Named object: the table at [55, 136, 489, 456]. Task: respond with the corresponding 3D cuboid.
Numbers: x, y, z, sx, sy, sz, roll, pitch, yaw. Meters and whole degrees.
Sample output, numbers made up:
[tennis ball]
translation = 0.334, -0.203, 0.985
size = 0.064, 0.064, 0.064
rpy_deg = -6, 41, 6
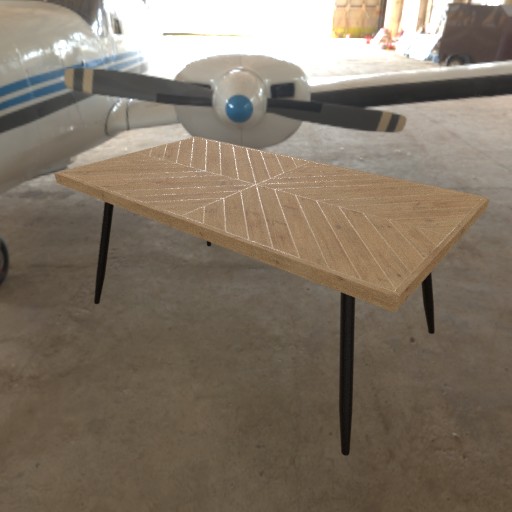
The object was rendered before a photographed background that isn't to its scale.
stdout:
[table]
translation = 0.000, 0.000, 2.257
size = 1.803, 0.762, 0.991
rpy_deg = 21, 35, 33
